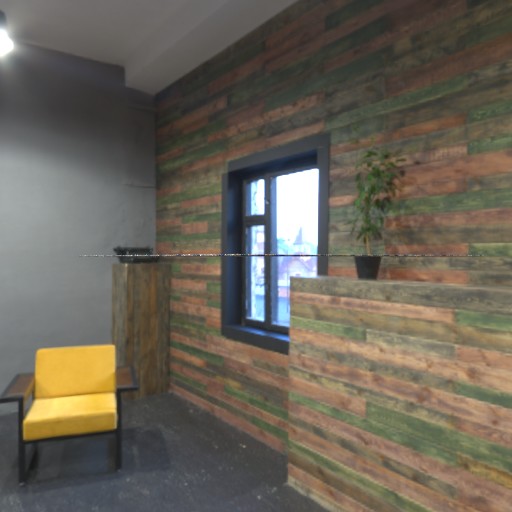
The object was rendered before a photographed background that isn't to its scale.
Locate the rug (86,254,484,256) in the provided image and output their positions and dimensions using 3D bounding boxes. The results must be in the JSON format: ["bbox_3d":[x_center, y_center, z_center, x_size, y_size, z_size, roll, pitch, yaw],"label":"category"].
[{"bbox_3d":[0.000,0.000,4.175,2.453,0.008,3.059,0,0,-36],"label":"rug"}]
